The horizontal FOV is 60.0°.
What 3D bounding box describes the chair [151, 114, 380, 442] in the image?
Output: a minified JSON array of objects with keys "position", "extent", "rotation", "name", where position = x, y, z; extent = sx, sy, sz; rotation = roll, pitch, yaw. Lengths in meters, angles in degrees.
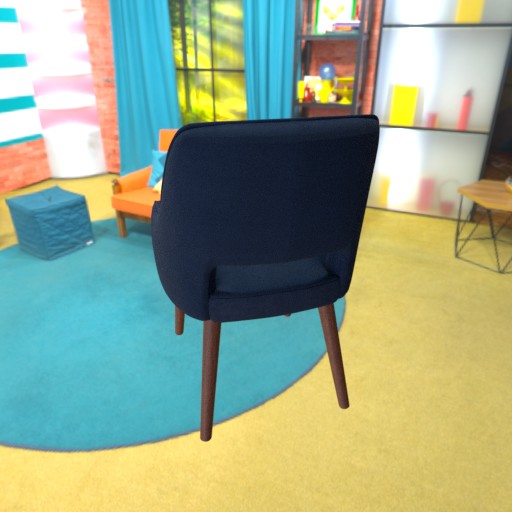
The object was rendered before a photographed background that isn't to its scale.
[{"position":[0.000,0.000,1.268],"extent":[0.559,0.844,0.591],"rotation":[-7,27,-15],"name":"chair"}]
